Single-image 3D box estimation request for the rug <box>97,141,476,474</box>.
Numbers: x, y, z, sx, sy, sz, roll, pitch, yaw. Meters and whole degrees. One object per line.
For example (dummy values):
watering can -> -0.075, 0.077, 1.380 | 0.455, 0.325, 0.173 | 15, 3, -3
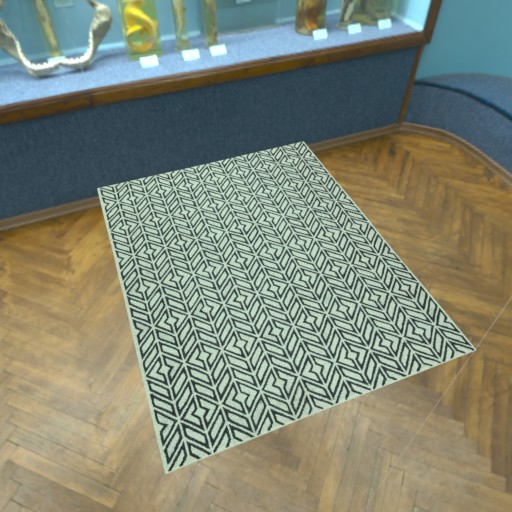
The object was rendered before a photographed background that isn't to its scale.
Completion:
rug -> 0.000, 0.000, 4.040 | 2.421, 0.008, 3.045 | -16, 49, -14
